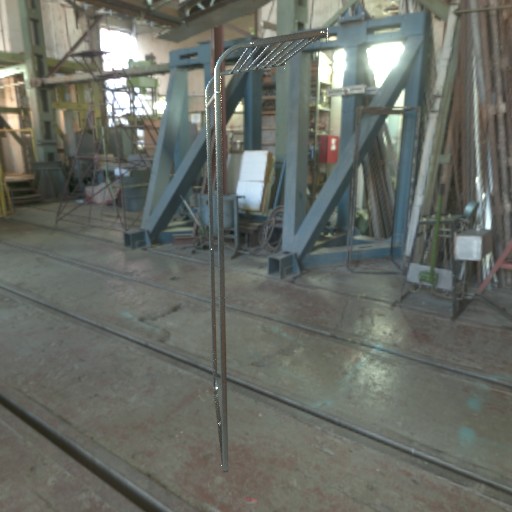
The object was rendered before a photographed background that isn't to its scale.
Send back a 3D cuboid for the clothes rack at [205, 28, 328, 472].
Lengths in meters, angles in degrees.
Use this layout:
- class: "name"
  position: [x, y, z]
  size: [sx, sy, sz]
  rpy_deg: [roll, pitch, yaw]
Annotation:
- class: "clothes rack"
  position: [0.000, 0.000, 1.806]
  size: [0.349, 1.574, 0.609]
  rpy_deg: [-2, 15, -9]
